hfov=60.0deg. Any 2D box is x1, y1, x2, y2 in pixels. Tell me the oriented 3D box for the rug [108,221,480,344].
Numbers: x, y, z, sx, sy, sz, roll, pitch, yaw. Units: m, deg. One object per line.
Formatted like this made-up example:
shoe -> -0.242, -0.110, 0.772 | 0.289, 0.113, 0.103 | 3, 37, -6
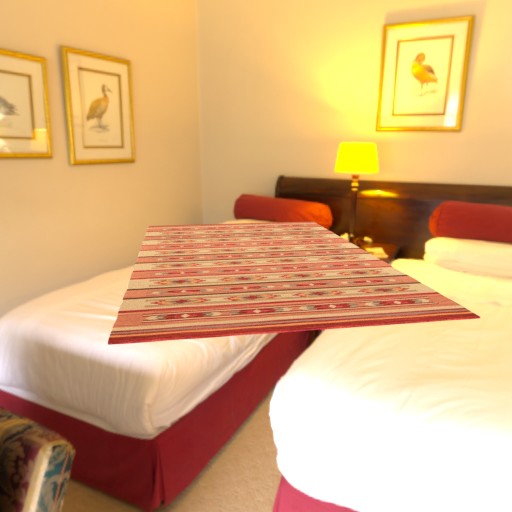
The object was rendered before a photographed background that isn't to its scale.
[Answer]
rug -> 0.000, 0.000, 2.924 | 1.535, 0.010, 2.431 | -2, 14, -9
